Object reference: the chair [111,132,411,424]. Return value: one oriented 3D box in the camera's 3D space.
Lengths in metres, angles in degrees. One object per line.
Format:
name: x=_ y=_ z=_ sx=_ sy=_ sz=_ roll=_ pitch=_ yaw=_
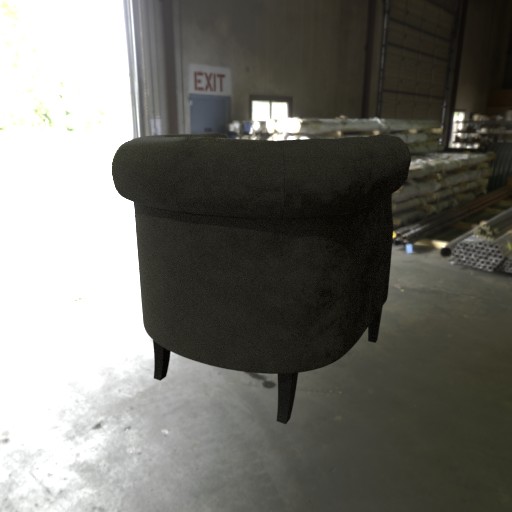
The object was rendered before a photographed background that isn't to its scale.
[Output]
chair: x=0.000 y=0.000 z=1.558 sx=0.904 sy=0.826 sz=0.851 roll=9 pitch=19 yaw=28
